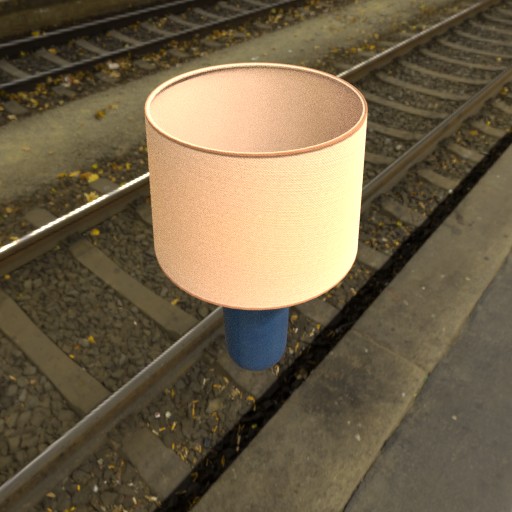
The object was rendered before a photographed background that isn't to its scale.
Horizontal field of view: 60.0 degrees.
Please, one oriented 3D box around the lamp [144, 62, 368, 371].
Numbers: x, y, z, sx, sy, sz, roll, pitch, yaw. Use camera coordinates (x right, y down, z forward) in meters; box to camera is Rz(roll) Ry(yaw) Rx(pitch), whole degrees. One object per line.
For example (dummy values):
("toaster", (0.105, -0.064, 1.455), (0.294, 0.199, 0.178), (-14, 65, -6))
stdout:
("lamp", (0.000, 0.000, 0.848), (0.367, 0.609, 0.367), (0, 42, 0))
